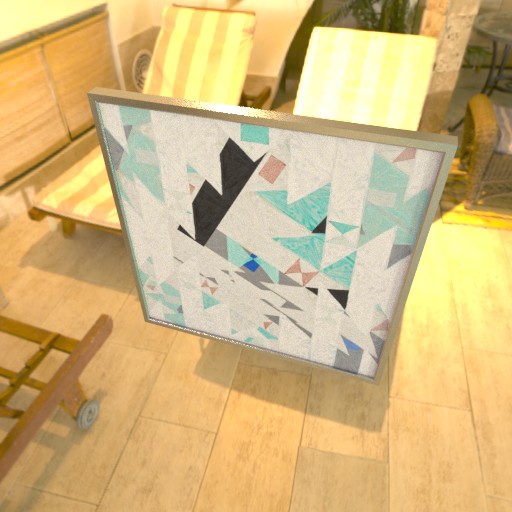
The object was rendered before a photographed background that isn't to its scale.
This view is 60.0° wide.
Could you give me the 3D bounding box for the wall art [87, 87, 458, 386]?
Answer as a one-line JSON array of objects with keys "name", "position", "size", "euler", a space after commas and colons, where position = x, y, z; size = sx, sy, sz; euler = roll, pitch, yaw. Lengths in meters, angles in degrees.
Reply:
[{"name": "wall art", "position": [0.000, 0.000, 1.203], "size": [0.806, 0.806, 0.038], "euler": [12, 43, 14]}]
